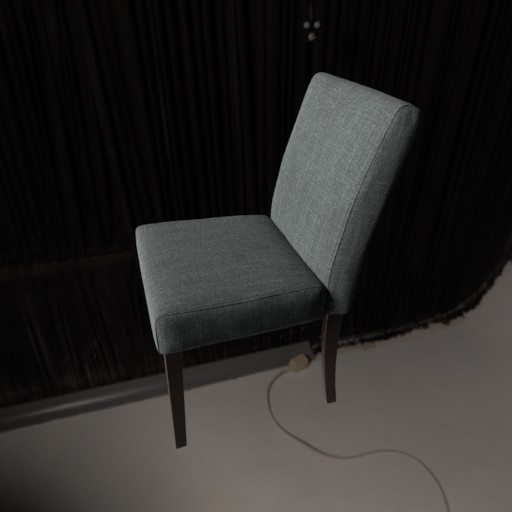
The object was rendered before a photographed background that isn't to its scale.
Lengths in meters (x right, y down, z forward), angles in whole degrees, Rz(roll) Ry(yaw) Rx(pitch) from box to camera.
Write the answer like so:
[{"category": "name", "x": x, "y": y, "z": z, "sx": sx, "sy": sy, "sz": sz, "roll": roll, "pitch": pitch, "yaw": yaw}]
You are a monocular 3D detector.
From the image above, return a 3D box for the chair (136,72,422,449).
[{"category": "chair", "x": 0.000, "y": 0.000, "z": 1.249, "sx": 0.629, "sy": 0.884, "sz": 0.487, "roll": -10, "pitch": 33, "yaw": -15}]
